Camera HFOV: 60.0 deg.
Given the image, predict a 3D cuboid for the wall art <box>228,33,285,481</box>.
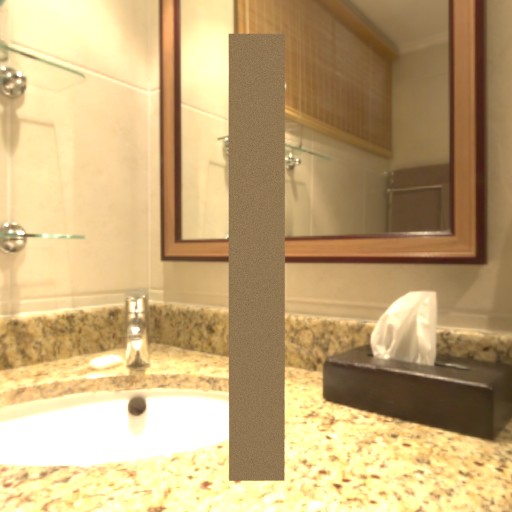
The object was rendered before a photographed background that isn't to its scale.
[{"bbox_3d":[0.000,0.000,0.454,0.038,0.304,0.305,0,1,0],"label":"wall art"}]
